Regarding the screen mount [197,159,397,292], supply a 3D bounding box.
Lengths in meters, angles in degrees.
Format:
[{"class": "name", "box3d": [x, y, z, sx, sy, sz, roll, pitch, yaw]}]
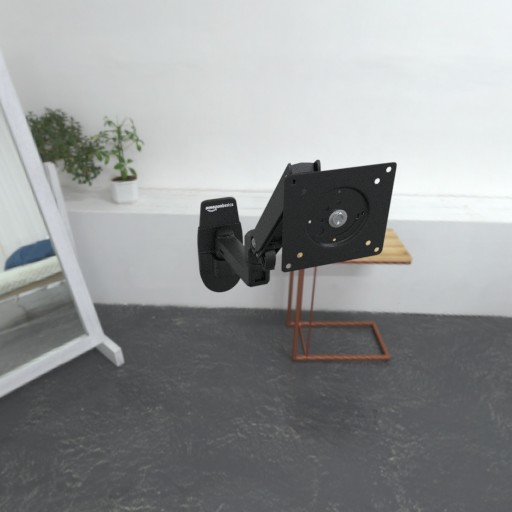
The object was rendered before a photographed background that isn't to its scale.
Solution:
[{"class": "screen mount", "box3d": [0.000, 0.000, 0.724, 0.115, 0.466, 0.495, -10, 32, -16]}]
